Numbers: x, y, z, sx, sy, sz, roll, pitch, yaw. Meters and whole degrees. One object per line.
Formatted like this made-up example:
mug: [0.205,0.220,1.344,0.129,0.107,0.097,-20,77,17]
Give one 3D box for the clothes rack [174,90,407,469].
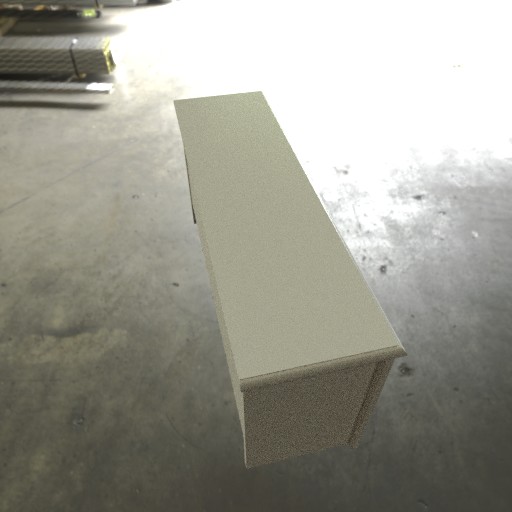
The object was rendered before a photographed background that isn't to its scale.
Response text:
clothes rack: [0.000,0.000,1.376,0.324,0.531,1.120,-10,47,-9]
